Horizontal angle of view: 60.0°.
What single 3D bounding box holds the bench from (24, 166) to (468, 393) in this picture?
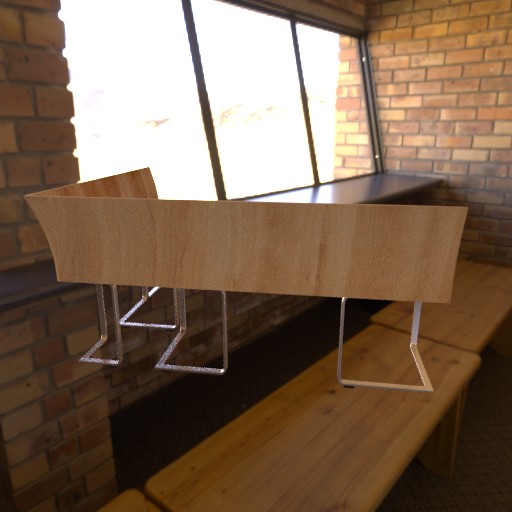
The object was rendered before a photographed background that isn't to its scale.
[{"bbox_3d":[0.000,0.000,2.745,1.945,0.930,1.495,3,17,8],"label":"bench"}]
